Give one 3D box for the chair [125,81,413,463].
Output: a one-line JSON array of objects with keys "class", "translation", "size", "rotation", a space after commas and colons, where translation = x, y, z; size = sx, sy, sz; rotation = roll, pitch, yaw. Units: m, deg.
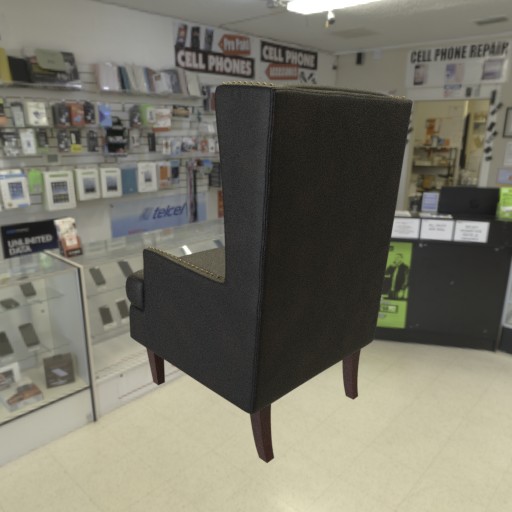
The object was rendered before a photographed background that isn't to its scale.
[{"class": "chair", "translation": [0.000, 0.000, 1.652], "size": [0.703, 1.142, 0.799], "rotation": [-15, 22, -43]}]
